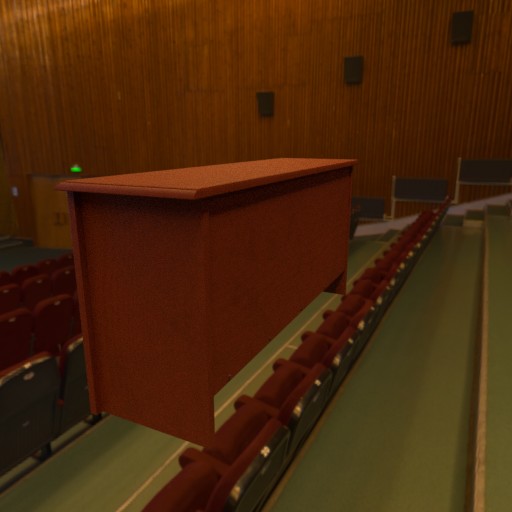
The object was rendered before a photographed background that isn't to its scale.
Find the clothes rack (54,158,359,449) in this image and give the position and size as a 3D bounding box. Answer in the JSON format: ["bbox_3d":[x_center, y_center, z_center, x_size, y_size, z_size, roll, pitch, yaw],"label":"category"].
[{"bbox_3d":[0.000,0.000,1.501,0.362,0.594,1.251,7,17,25],"label":"clothes rack"}]
